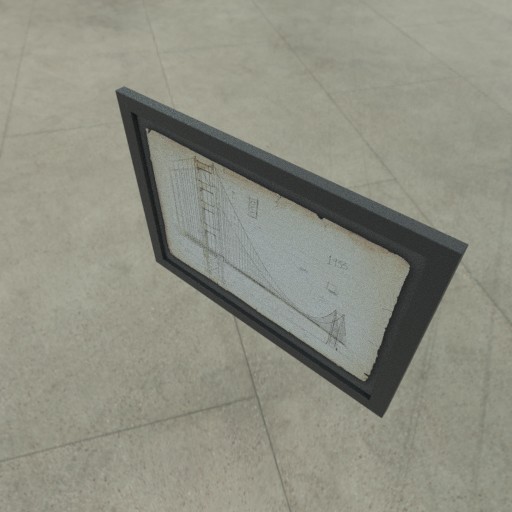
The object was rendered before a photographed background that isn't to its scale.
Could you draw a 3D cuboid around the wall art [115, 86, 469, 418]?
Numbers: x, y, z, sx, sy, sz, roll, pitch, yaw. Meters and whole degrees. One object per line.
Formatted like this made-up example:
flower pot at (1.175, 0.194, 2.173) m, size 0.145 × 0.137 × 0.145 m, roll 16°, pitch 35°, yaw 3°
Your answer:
wall art at (0.000, 0.000, 0.558) m, size 0.432 × 0.306 × 0.016 m, roll 31°, pitch 54°, yaw 26°
